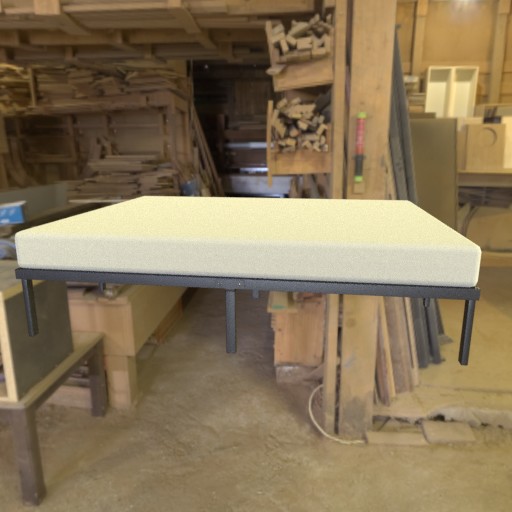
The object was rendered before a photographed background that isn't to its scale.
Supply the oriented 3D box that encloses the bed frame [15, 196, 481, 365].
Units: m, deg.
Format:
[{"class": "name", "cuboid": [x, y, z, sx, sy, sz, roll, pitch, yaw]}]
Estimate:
[{"class": "bed frame", "cuboid": [0.000, 0.000, 3.438, 2.635, 0.680, 1.990, 2, 14, 8]}]
